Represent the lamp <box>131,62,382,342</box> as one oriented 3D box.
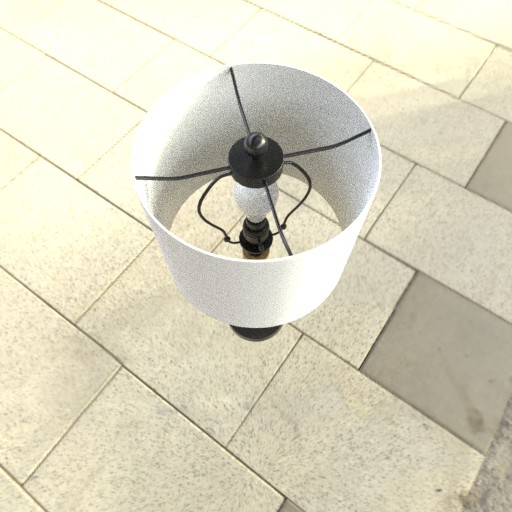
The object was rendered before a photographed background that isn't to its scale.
[{"bbox_3d":[0.000,0.000,0.807,0.305,0.640,0.305,31,68,14],"label":"lamp"}]
